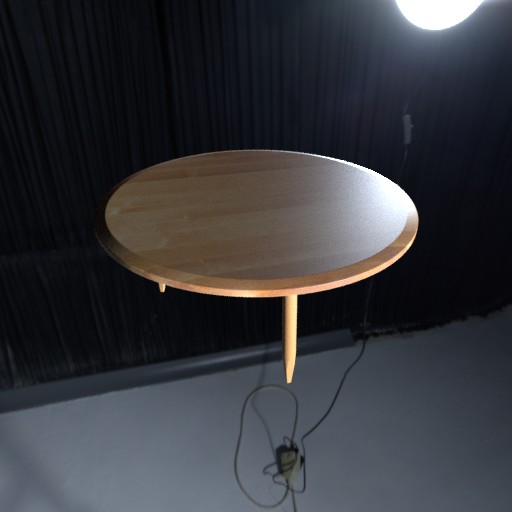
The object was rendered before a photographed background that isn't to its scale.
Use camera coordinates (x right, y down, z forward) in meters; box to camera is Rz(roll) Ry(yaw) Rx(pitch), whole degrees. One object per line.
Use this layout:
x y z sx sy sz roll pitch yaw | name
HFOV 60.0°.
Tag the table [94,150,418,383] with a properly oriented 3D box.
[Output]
0.000 0.000 1.388 0.900 0.400 0.900 0 32 0 | table
